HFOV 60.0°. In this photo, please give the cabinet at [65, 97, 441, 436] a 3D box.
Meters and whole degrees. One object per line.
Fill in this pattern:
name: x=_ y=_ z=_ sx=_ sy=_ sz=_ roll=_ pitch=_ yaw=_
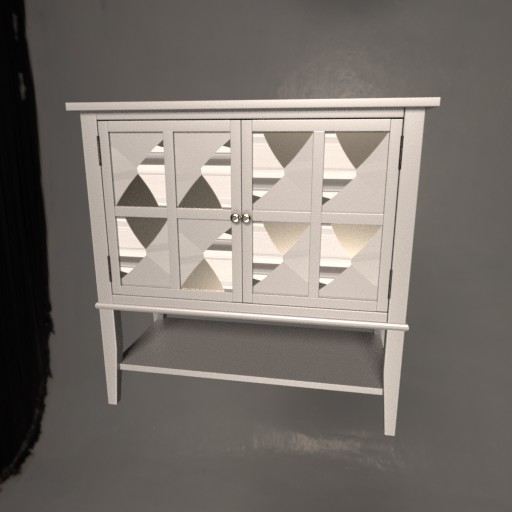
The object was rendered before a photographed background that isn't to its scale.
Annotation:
cabinet: x=0.000 y=0.000 z=1.216 sx=0.801 sy=0.780 sz=0.396 roll=3 pitch=15 yaw=10
